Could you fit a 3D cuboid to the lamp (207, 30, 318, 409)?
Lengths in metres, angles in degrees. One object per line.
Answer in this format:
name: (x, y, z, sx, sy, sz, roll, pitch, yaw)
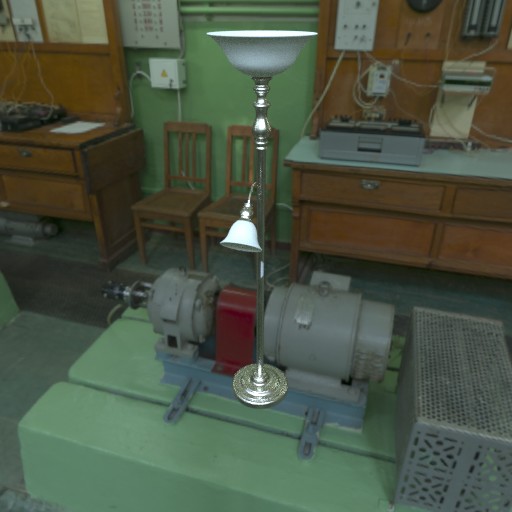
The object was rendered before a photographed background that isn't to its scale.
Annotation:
lamp: (0.000, 0.000, 1.992, 0.405, 1.785, 0.575, 8, 30, 13)
